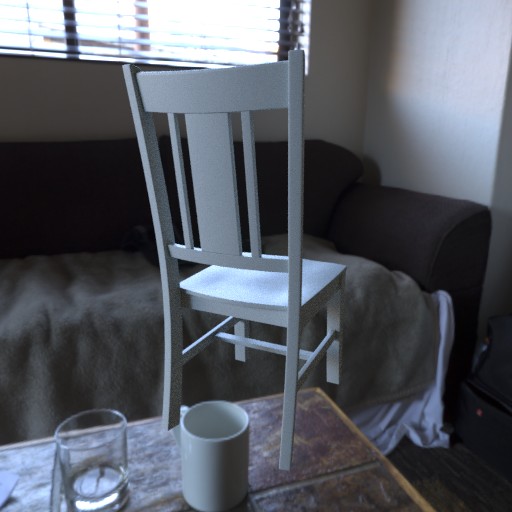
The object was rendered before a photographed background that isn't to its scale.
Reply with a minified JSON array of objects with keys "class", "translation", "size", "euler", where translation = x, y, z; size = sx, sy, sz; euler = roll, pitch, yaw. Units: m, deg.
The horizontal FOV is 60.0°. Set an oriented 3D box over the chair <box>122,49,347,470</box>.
[{"class":"chair","translation":[0.000,0.000,1.294],"size":[0.450,0.998,0.555],"euler":[7,17,25]}]
